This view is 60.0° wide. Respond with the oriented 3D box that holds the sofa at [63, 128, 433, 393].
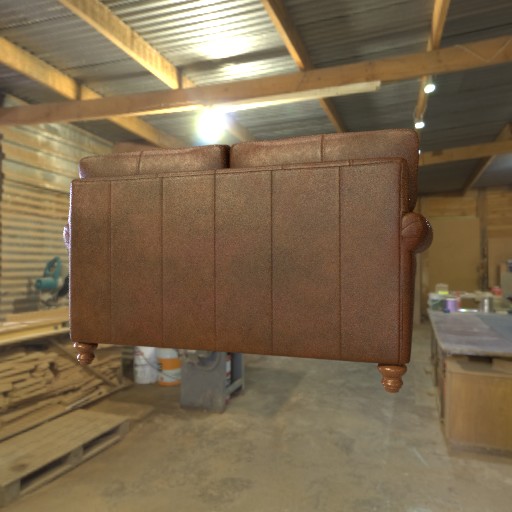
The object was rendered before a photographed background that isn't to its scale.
[{"bbox_3d":[0.000,0.000,2.198,1.616,0.976,0.990,0,-1,18],"label":"sofa"}]
